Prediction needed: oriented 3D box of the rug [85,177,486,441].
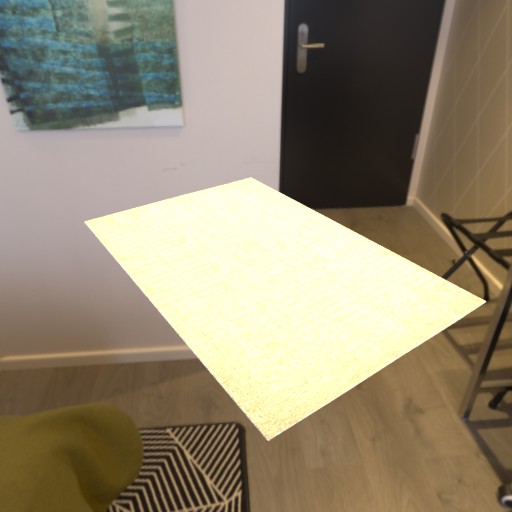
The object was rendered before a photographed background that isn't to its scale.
[{"bbox_3d":[0.000,0.000,2.301,1.211,0.007,1.827,-20,37,-30],"label":"rug"}]
